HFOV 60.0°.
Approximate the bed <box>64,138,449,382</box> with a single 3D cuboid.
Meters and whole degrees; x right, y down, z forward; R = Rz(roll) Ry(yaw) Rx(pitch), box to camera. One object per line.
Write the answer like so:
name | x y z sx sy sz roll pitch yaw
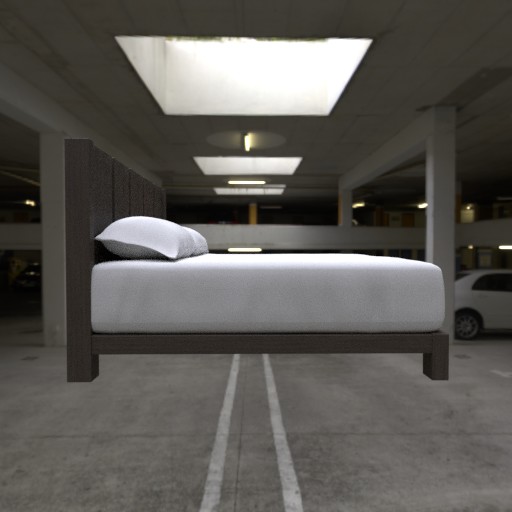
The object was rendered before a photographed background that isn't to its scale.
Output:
bed | 0.000 0.000 3.384 2.012 1.270 2.134 0 1 -1
